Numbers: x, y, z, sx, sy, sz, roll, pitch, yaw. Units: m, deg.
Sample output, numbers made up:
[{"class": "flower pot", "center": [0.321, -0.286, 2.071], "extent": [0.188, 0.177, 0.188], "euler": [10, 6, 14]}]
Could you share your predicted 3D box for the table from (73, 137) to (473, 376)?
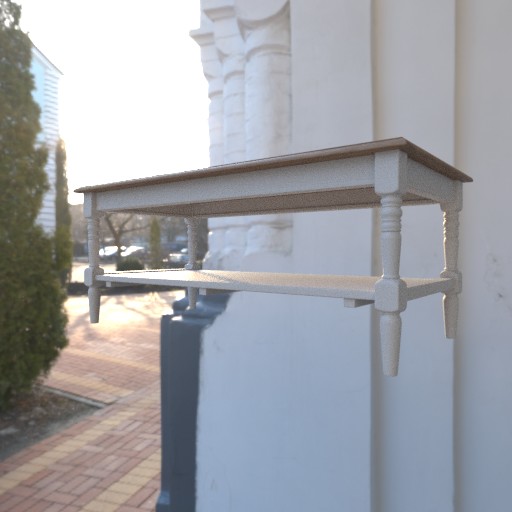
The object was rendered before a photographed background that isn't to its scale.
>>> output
[{"class": "table", "center": [0.000, 0.000, 1.372], "extent": [1.118, 0.458, 0.559], "euler": [1, 1, 37]}]
